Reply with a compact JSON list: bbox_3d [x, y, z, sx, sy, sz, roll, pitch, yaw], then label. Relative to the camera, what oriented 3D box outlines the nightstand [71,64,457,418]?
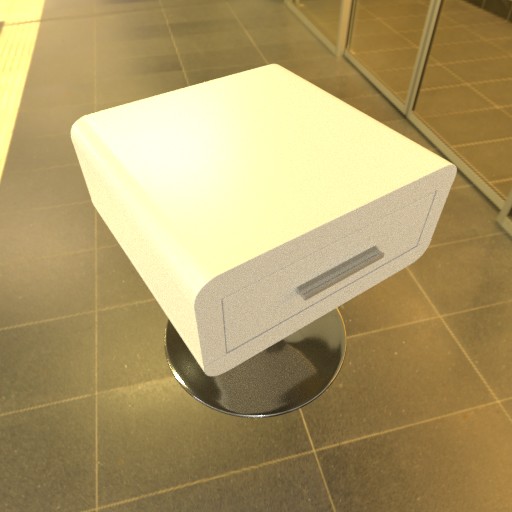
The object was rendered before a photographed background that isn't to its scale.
[{"bbox_3d":[0.000,0.000,0.765,0.399,0.447,0.404,-26,50,-23],"label":"nightstand"}]
